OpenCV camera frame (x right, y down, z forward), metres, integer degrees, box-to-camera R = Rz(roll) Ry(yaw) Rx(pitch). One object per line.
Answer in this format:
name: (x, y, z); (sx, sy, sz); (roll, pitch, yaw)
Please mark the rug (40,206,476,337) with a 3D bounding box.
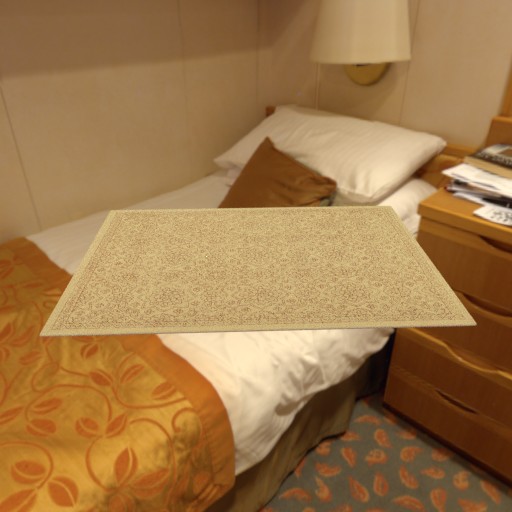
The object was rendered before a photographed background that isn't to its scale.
rug: (0.000, 0.000, 2.369); (1.829, 0.010, 1.219); (-1, 31, -2)
